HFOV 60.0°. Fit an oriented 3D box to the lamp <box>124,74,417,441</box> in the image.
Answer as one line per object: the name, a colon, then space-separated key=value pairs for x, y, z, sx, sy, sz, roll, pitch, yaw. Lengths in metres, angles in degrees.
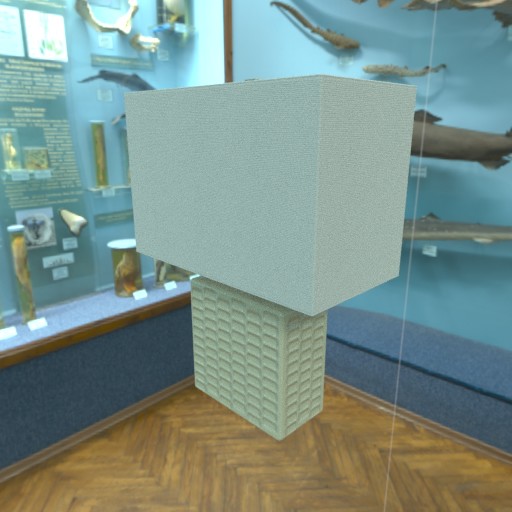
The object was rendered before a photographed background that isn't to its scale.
lamp: x=0.000 y=0.000 z=0.693 sx=0.200 sy=0.515 sz=0.380 roll=-16 pitch=23 yaw=-43
